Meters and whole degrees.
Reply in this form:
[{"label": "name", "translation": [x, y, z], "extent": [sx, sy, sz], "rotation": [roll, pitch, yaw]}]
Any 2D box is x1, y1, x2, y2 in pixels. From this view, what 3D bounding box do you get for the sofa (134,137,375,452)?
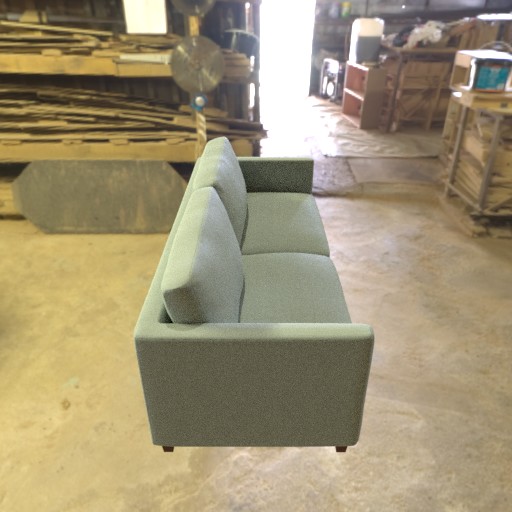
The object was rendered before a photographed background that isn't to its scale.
[{"label": "sofa", "translation": [0.000, 0.000, 2.729], "extent": [0.951, 0.965, 2.208], "rotation": [0, 30, 0]}]
